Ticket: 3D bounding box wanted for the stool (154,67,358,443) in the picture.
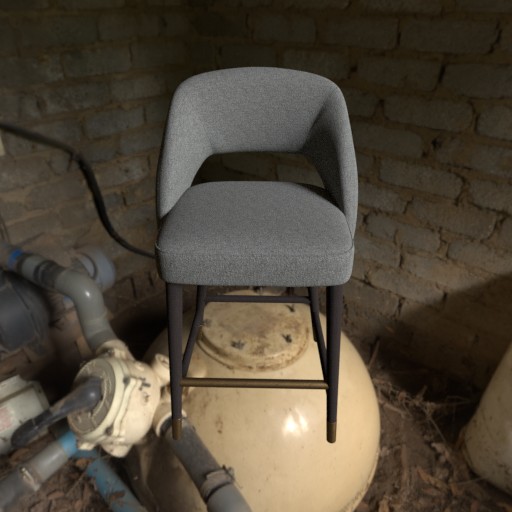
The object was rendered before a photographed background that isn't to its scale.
[{"bbox_3d":[0.000,0.000,1.248,0.536,0.925,0.524,1,31,1],"label":"stool"}]
